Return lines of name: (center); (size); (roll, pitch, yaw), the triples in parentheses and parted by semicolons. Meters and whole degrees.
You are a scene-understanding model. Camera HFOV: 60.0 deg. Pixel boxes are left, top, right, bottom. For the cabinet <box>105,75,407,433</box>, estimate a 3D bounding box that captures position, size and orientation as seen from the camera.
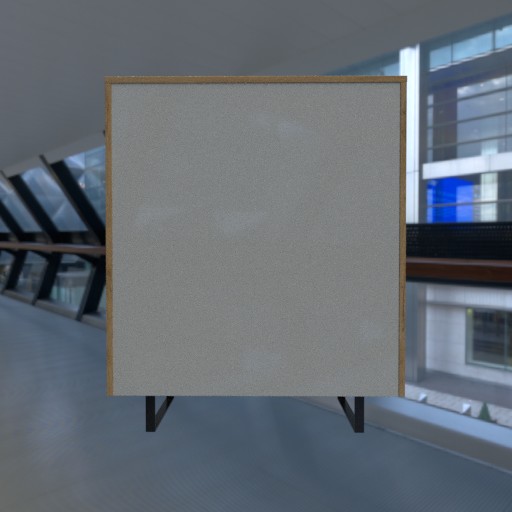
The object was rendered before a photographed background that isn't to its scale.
cabinet: (0.000, 0.000, 1.959); (1.168, 1.397, 0.473); (0, 1, 1)
